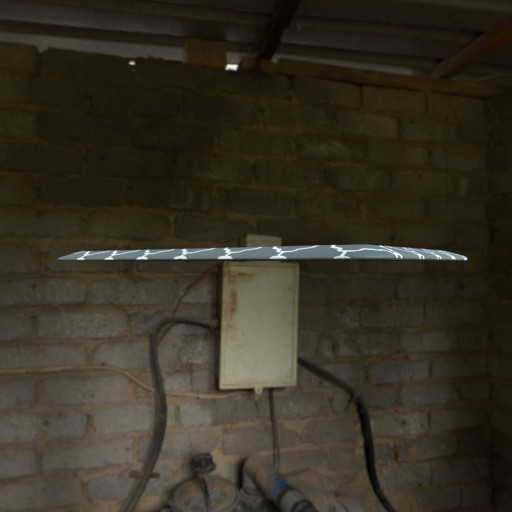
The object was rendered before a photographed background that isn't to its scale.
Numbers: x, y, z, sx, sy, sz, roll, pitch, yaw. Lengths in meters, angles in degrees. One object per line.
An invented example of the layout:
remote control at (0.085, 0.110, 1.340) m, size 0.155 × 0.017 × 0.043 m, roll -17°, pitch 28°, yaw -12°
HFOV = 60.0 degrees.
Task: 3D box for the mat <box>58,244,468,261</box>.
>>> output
mat at (0.000, 0.000, 0.964) m, size 0.762 × 0.021 × 0.508 m, roll -1°, pitch -1°, yaw 37°
